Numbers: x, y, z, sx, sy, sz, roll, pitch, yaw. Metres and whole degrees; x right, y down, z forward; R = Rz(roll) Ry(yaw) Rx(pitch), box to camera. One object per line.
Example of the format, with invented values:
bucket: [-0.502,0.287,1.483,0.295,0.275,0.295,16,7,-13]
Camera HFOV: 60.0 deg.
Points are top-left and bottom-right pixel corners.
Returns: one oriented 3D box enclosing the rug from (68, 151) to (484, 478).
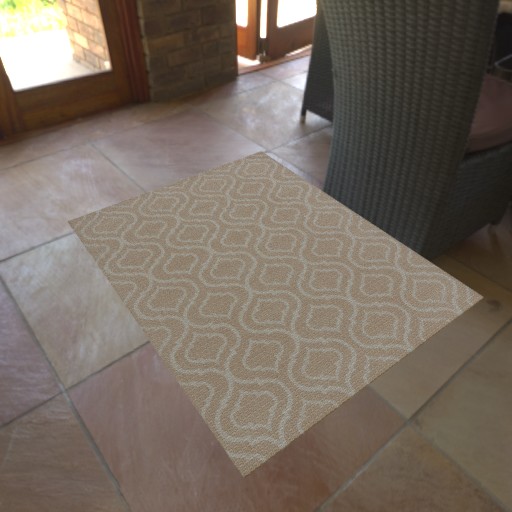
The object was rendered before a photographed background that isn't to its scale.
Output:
rug: [0.000,0.000,3.820,2.286,0.013,2.894,-26,48,-26]
